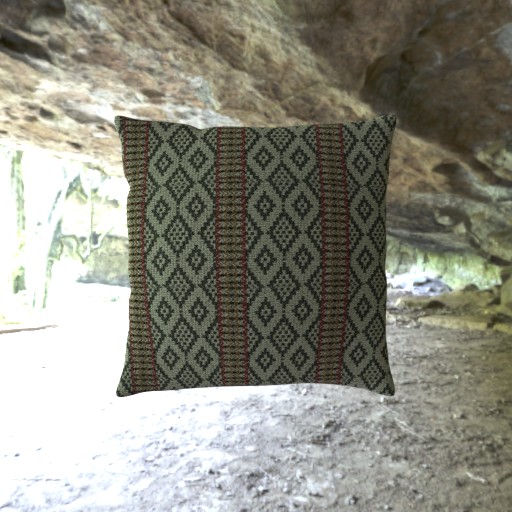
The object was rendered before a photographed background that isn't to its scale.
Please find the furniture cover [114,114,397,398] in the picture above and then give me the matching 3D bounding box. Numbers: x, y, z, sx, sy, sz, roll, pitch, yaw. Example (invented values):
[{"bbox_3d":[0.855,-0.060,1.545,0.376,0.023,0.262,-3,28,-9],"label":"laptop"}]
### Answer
[{"bbox_3d":[0.000,0.000,0.797,0.503,0.506,0.182,0,1,-1],"label":"furniture cover"}]
